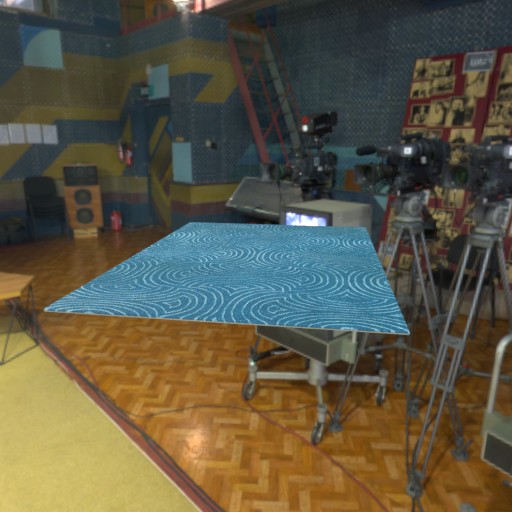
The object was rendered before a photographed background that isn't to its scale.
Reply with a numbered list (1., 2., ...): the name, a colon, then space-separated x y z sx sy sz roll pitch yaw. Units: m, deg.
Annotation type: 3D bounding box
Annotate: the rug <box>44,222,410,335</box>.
1. rug: 0.000 0.000 2.848 1.543 0.015 2.144 2 15 9
